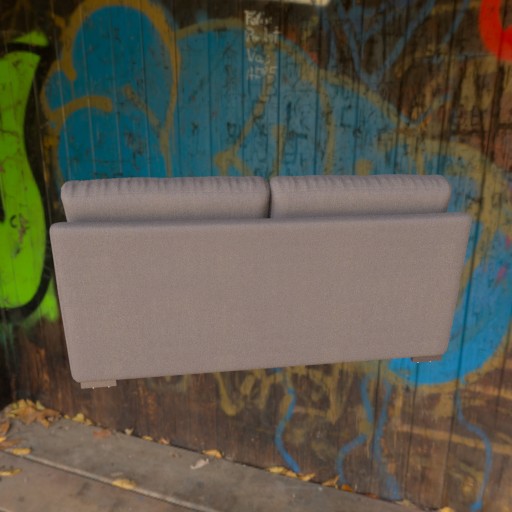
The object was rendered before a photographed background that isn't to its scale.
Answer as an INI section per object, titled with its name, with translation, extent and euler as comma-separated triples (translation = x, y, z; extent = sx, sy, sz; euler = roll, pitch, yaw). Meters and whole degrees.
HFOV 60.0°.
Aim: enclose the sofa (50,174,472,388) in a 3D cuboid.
[sofa]
translation = 0.000, 0.000, 2.466
extent = 1.880, 0.940, 1.143
euler = -2, 15, -8
